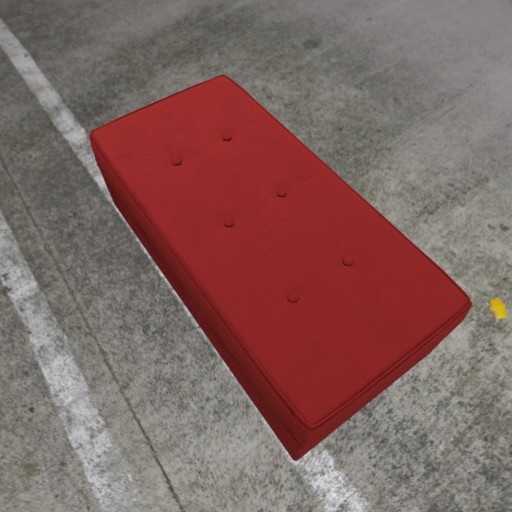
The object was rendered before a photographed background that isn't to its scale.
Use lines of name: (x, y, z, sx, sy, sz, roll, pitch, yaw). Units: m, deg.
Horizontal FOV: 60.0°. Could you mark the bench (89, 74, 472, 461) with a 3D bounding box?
bench: (0.000, 0.000, 1.298, 0.492, 0.471, 1.016, -31, 62, -18)
